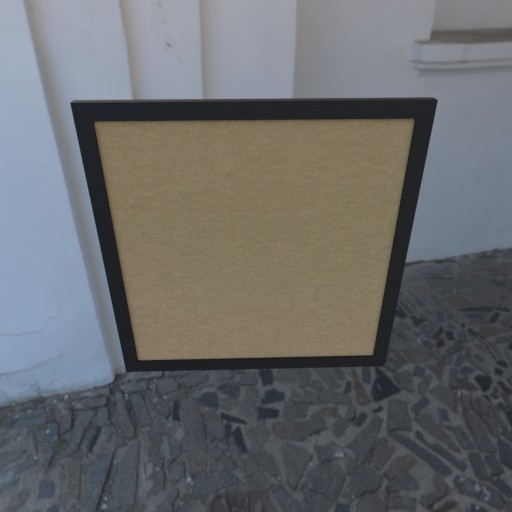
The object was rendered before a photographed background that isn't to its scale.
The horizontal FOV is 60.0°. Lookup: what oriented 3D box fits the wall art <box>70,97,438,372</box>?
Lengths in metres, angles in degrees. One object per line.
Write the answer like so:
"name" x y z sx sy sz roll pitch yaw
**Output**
"wall art" 0.000 0.000 0.527 0.358 0.357 0.012 -1 31 -1
